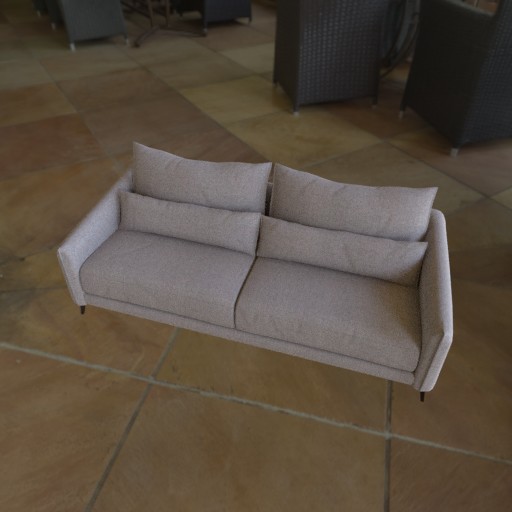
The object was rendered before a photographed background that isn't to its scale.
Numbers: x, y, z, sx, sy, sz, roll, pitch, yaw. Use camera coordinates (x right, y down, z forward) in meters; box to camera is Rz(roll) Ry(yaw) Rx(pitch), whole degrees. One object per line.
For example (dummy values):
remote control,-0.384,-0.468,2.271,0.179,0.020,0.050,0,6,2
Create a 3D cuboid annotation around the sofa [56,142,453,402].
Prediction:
sofa,0.000,0.000,2.443,2.022,0.833,0.809,11,41,13
